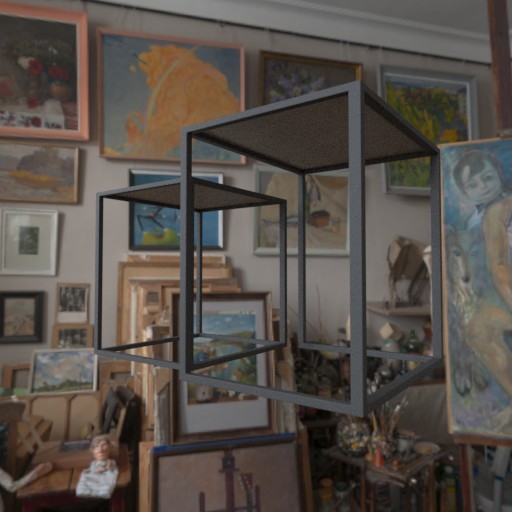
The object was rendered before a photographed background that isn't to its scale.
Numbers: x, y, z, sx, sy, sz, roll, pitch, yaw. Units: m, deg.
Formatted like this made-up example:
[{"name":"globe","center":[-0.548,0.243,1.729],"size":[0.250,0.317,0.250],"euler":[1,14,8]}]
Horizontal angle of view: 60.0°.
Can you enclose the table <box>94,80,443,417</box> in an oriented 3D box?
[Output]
[{"name":"table","center":[0.000,0.000,1.144],"size":[0.788,0.540,0.508],"euler":[-1,-2,36]}]
